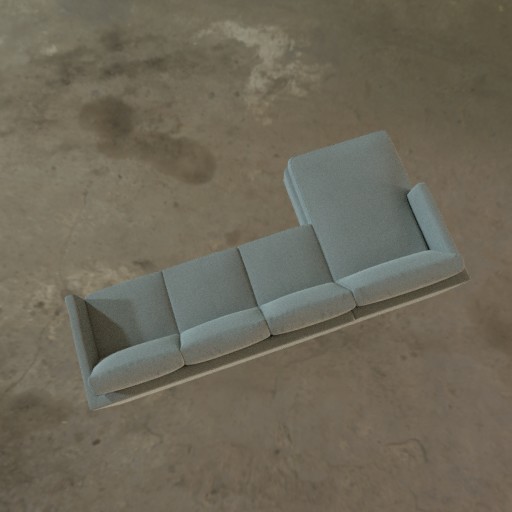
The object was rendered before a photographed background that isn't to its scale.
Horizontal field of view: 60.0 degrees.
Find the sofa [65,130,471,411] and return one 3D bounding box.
[{"bbox_3d":[0.000,0.000,3.926,3.205,0.922,1.650,-18,76,-5],"label":"sofa"}]
